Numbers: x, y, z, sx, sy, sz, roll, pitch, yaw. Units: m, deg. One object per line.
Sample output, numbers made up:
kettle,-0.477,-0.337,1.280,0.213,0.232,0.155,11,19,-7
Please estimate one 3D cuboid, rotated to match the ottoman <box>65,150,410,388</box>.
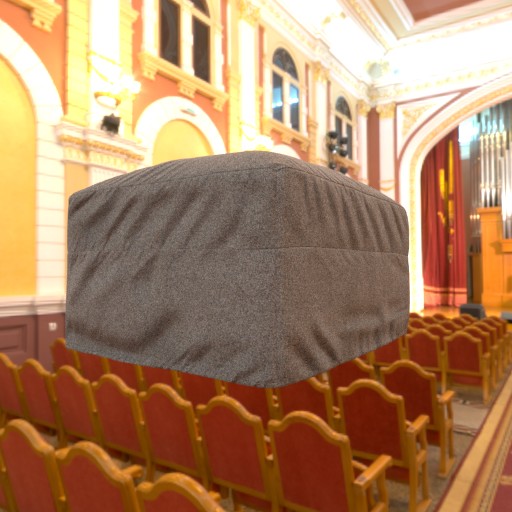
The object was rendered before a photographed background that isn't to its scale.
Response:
ottoman,0.000,0.000,1.264,0.683,0.481,0.837,-1,-2,35
